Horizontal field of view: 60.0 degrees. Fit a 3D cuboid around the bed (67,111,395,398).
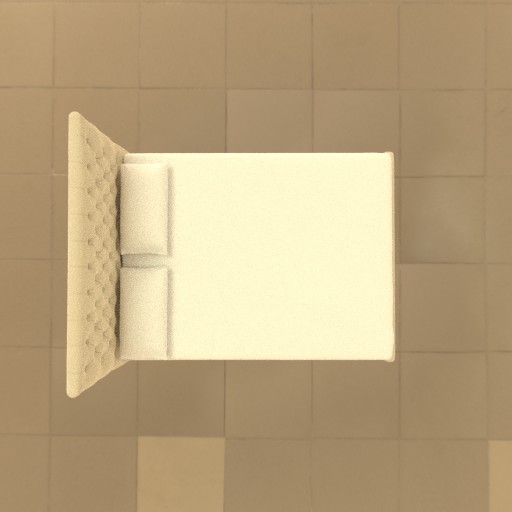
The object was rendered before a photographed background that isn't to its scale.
[{"bbox_3d":[0.000,0.000,3.290,2.233,1.426,1.696,0,89,0],"label":"bed"}]
